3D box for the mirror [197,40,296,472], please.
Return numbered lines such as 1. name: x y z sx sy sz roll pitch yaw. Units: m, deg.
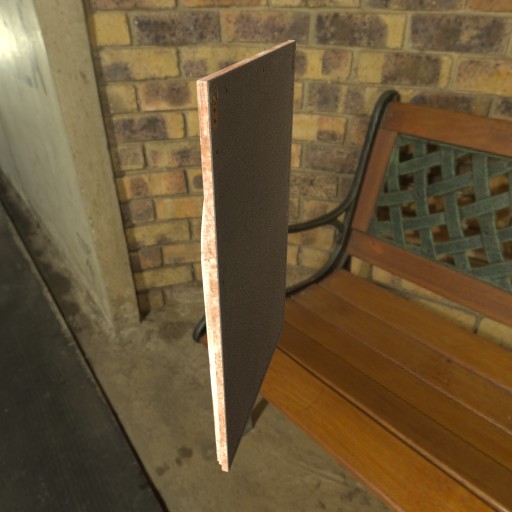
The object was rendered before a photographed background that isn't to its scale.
1. mirror: 0.000 0.000 0.945 0.058 0.787 0.495 9 32 14
